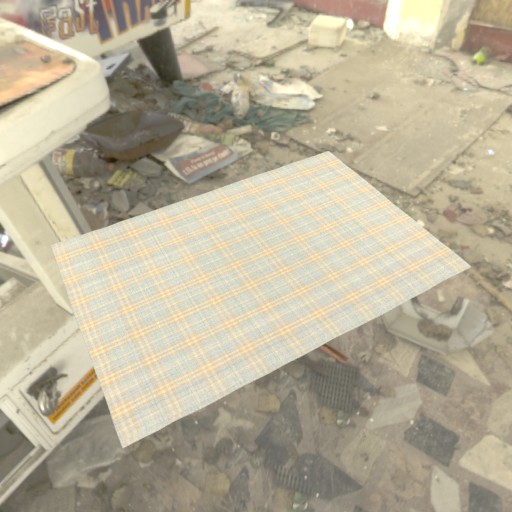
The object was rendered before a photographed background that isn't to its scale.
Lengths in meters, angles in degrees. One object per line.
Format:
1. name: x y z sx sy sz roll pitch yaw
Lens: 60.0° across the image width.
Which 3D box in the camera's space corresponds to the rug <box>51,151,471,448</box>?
1. rug: 0.000 0.000 2.310 1.835 0.012 1.231 -22 50 -20
